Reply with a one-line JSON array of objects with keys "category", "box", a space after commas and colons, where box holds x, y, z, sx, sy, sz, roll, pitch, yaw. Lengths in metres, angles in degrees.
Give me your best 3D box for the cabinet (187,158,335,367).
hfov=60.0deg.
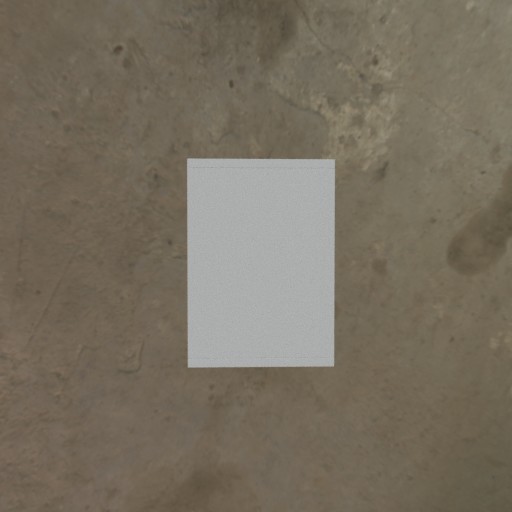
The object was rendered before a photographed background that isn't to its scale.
[{"category": "cabinet", "box": [0.000, 0.000, 1.527, 0.300, 1.350, 0.400, 0, 91, -2]}]
